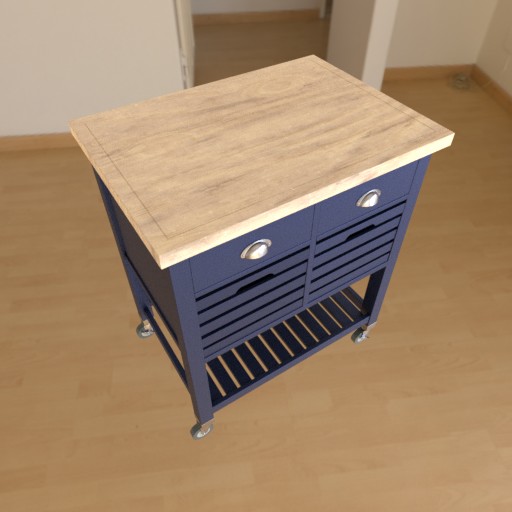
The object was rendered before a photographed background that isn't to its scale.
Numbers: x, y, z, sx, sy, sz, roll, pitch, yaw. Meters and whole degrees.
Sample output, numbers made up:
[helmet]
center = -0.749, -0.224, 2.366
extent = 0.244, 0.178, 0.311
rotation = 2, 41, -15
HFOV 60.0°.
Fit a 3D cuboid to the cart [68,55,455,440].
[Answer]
[cart]
center = 0.000, 0.000, 1.436
extent = 0.797, 0.920, 0.567
rotation = -25, 51, -22
